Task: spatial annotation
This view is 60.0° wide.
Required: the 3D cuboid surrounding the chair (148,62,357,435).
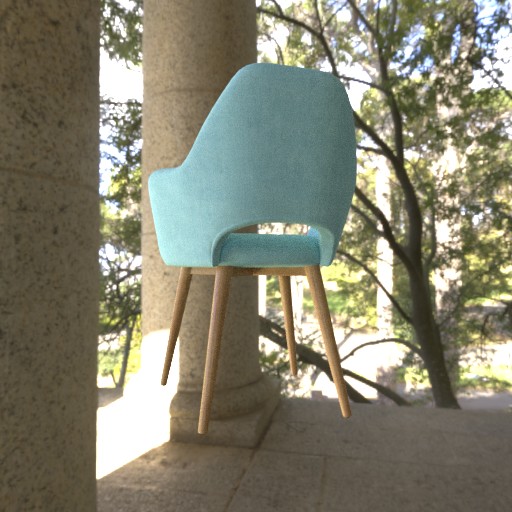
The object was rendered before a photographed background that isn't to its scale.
[{"bbox_3d":[0.000,0.000,1.256,0.590,0.840,0.610,0,-1,-18],"label":"chair"}]
